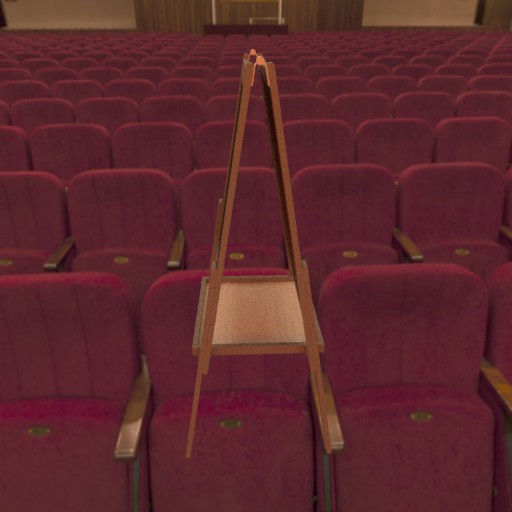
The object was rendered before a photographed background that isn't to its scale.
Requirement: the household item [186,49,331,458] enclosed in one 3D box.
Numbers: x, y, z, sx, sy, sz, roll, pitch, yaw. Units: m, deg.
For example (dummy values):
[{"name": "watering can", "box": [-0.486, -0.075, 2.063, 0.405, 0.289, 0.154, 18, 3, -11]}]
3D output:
[{"name": "household item", "box": [0.000, 0.000, 1.402, 0.469, 1.172, 0.531, -1, 27, -2]}]
